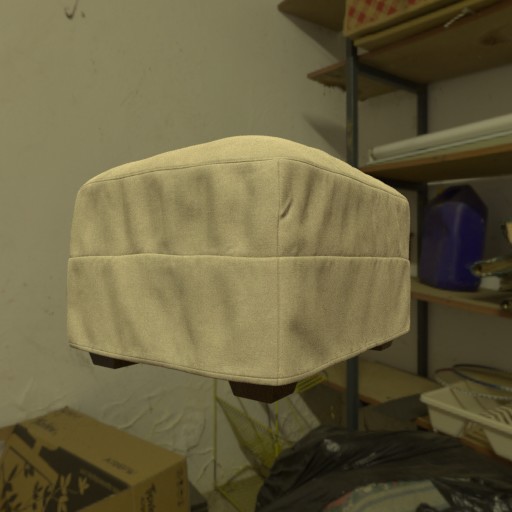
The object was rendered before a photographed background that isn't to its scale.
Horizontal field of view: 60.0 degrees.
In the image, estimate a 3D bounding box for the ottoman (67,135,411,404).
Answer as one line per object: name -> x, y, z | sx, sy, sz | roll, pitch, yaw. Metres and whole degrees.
ottoman -> 0.000, 0.000, 1.078 | 0.584, 0.480, 0.712 | 0, -1, 35
